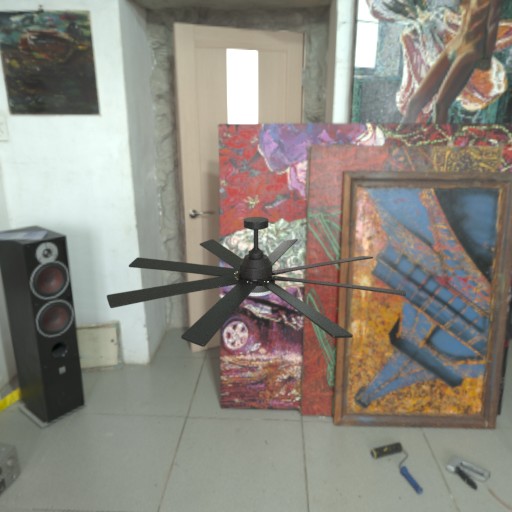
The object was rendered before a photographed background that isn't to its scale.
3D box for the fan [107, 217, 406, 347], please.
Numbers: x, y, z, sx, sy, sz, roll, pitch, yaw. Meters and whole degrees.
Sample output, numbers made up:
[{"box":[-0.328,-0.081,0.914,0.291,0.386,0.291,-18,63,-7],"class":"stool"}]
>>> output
[{"box":[0.000,0.000,2.804,1.830,0.472,1.830,-9,19,-25],"class":"fan"}]
